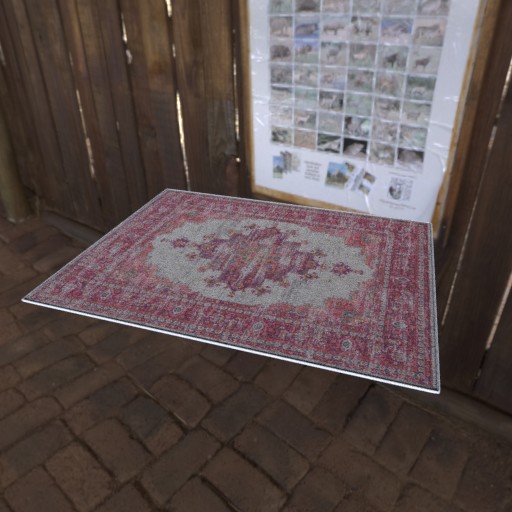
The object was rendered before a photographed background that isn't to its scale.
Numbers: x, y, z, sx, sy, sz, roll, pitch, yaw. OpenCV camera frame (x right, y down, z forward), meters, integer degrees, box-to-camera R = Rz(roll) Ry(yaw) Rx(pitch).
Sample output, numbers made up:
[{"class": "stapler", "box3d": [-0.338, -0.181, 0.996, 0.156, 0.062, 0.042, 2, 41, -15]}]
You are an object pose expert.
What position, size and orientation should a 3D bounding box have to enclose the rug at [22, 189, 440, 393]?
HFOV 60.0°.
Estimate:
[{"class": "rug", "box3d": [0.000, 0.000, 4.090, 3.123, 0.017, 2.447, 9, 32, 15]}]
